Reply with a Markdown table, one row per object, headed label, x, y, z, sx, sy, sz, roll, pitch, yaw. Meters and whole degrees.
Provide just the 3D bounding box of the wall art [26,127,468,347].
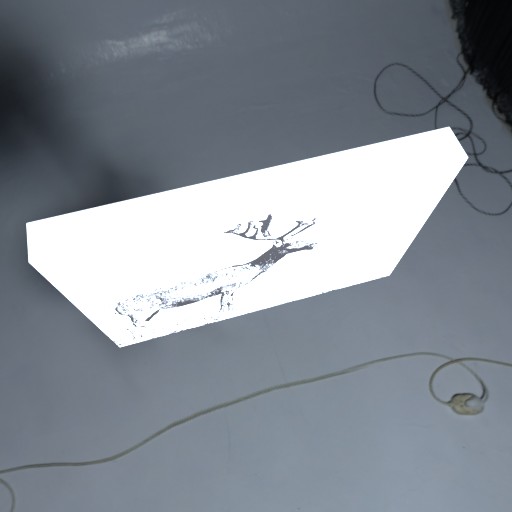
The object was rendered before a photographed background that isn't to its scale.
| label | x | y | z | sx | sy | sz | roll | pitch | yaw |
| --- | --- | --- | --- | --- | --- | --- | --- | --- | --- |
| wall art | 0.000 | 0.000 | 0.494 | 0.381 | 0.259 | 0.038 | -14 | 65 | -7 |
